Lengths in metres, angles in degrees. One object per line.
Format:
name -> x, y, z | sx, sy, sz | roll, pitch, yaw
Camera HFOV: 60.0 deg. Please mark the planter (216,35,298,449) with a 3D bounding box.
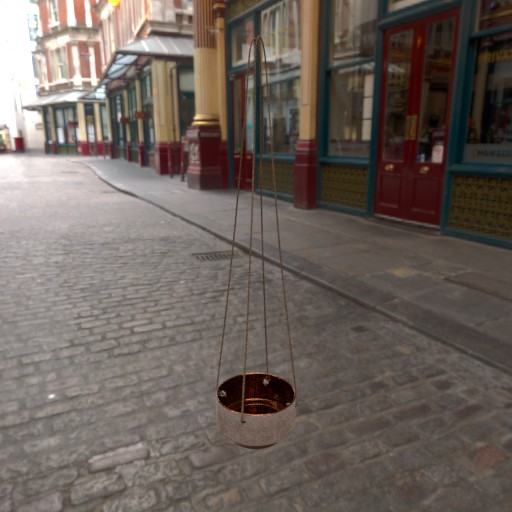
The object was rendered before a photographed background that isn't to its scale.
planter -> 0.000, 0.000, 1.138 | 0.223, 1.030, 0.223 | -7, 16, -27
